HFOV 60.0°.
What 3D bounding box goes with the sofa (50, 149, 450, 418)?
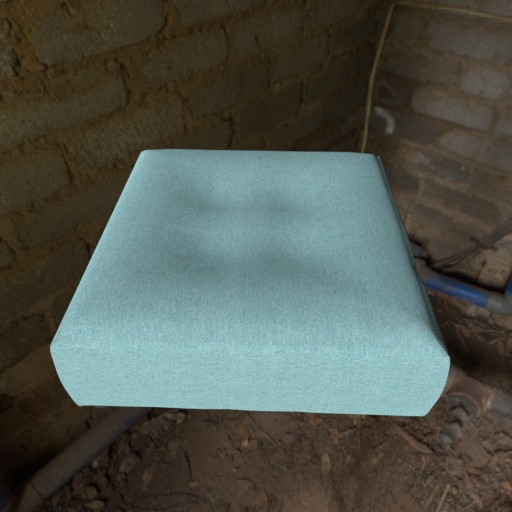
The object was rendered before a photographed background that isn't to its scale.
[{"bbox_3d":[0.000,0.000,1.418,0.930,0.330,0.930,1,42,2],"label":"sofa"}]
